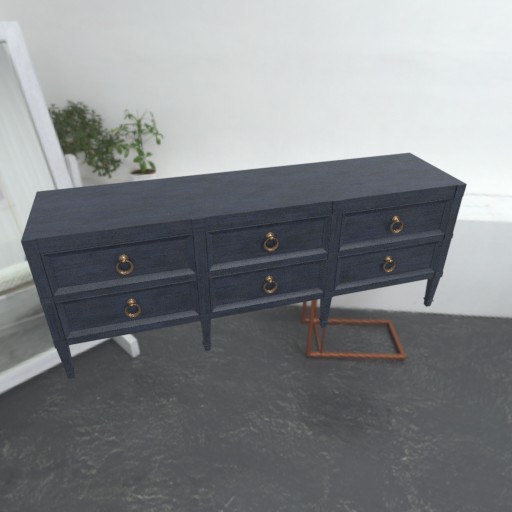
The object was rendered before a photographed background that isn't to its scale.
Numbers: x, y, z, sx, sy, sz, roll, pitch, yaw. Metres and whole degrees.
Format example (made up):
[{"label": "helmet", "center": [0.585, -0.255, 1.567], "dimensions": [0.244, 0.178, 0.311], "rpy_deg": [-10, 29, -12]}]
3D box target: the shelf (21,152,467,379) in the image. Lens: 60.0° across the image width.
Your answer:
[{"label": "shelf", "center": [0.000, 0.000, 2.176], "dimensions": [1.878, 0.715, 0.471], "rpy_deg": [-9, 33, -14]}]
